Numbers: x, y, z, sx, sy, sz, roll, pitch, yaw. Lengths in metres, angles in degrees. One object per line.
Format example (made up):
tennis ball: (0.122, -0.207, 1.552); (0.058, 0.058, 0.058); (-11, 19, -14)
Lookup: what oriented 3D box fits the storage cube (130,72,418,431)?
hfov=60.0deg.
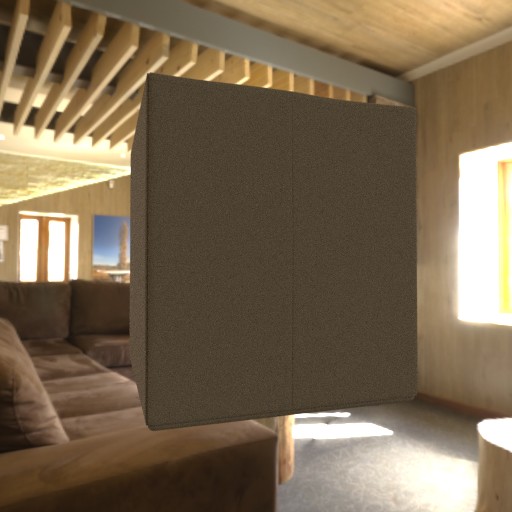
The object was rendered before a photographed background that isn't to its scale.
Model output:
storage cube: (0.000, 0.000, 0.509); (0.270, 0.280, 0.270); (0, -1, -18)
